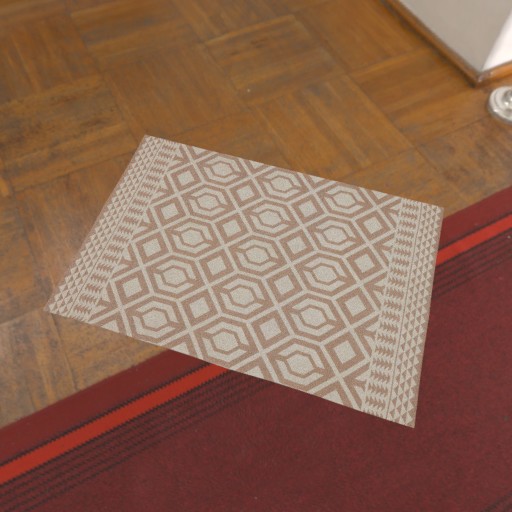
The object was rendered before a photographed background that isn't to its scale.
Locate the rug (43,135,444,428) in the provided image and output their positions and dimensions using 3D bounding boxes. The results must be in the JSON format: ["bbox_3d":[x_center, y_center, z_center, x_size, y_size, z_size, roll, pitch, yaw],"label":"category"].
[{"bbox_3d":[0.000,0.000,2.342,1.829,0.008,1.219,15,62,8],"label":"rug"}]
